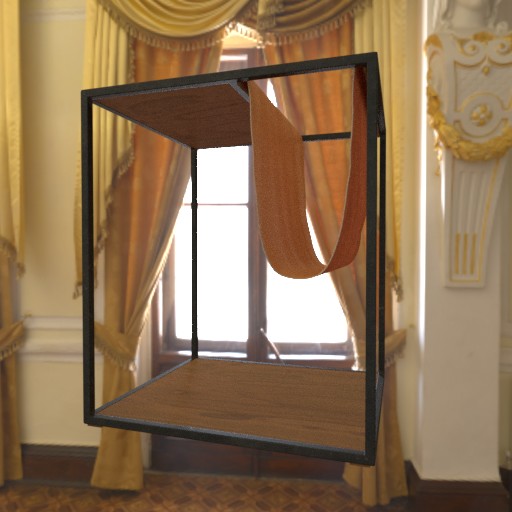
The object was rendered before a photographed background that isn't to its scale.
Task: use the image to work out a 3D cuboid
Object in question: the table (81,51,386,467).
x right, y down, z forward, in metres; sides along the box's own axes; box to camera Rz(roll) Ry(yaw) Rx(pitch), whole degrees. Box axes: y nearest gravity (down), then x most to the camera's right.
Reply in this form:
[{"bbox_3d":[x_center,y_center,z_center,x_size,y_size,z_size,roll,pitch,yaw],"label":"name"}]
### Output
[{"bbox_3d":[0.000,0.000,0.822,0.450,0.536,0.399,0,1,18],"label":"table"}]
